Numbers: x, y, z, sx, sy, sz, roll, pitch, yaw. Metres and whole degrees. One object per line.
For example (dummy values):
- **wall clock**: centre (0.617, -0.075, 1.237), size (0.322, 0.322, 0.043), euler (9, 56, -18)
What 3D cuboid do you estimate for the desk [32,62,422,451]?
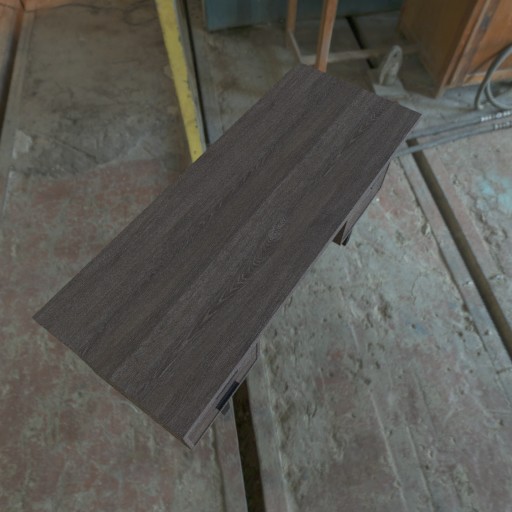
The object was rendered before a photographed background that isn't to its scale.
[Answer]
- **desk**: centre (0.000, 0.000, 1.909), size (0.600, 0.760, 1.524), euler (31, 64, 17)
